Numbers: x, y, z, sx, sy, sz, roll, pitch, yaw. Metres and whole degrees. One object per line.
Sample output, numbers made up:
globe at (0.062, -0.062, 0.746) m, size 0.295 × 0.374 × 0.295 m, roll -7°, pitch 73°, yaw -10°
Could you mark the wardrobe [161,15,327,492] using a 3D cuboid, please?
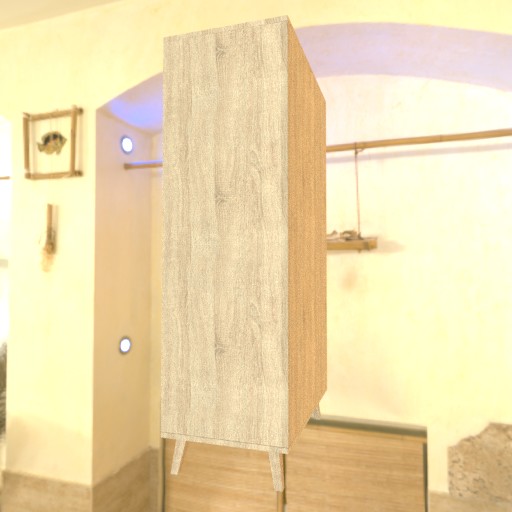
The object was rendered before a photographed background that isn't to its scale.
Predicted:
wardrobe at (0.000, 0.000, 2.370) m, size 0.600 × 1.960 × 1.000 m, roll -1°, pitch -2°, yaw 18°
